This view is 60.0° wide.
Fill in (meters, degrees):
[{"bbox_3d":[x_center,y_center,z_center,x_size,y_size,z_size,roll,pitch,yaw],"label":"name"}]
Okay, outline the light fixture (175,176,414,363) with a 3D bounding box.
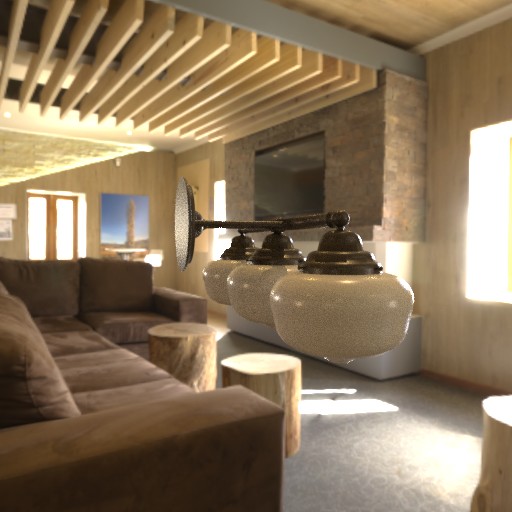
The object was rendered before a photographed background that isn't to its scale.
[{"bbox_3d":[0.000,0.000,0.710,0.239,0.242,0.587,-1,2,-18],"label":"light fixture"}]
